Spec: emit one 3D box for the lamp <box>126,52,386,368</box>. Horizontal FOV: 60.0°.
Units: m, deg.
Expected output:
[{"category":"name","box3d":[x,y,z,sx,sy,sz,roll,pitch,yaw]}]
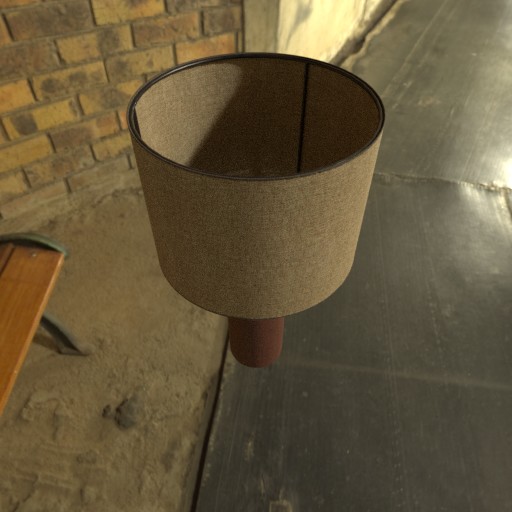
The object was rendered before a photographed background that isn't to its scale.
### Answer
[{"category":"lamp","box3d":[0.000,0.000,0.477,0.202,0.350,0.202,0,46,0]}]
